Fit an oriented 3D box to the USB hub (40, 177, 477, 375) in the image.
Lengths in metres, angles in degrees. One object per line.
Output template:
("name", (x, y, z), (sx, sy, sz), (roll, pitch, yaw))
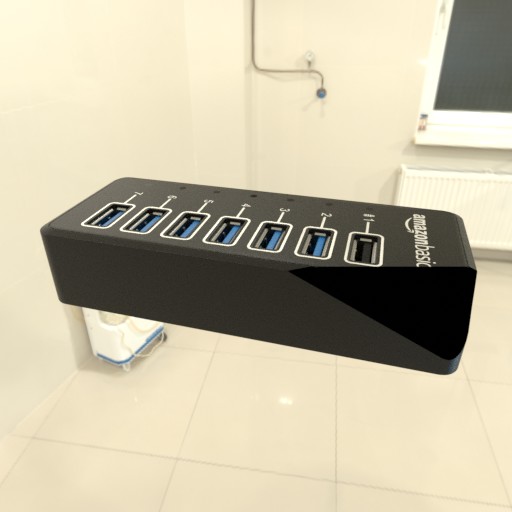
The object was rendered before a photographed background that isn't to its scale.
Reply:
("USB hub", (0.000, 0.000, 0.127), (0.110, 0.023, 0.044), (8, 31, 14))
